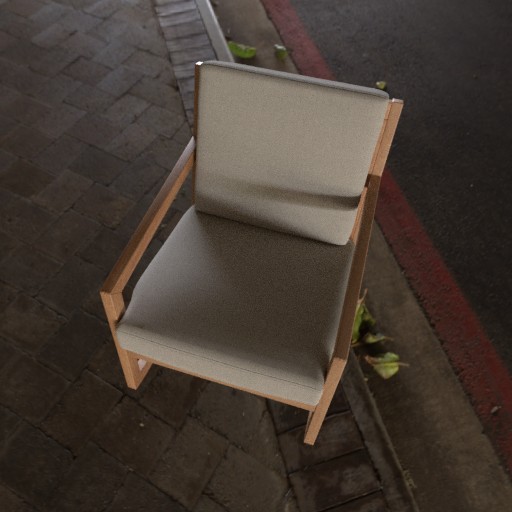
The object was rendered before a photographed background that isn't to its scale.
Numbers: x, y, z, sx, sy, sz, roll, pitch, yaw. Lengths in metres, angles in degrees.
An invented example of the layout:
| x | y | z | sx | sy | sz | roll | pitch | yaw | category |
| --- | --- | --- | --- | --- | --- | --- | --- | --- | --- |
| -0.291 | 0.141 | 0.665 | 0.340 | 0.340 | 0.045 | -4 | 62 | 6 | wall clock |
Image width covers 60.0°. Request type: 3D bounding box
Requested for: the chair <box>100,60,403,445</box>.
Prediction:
| x | y | z | sx | sy | sz | roll | pitch | yaw | category |
| --- | --- | --- | --- | --- | --- | --- | --- | --- | --- |
| 0.000 | 0.000 | 1.370 | 0.622 | 0.790 | 0.857 | 14 | 59 | 9 | chair |
